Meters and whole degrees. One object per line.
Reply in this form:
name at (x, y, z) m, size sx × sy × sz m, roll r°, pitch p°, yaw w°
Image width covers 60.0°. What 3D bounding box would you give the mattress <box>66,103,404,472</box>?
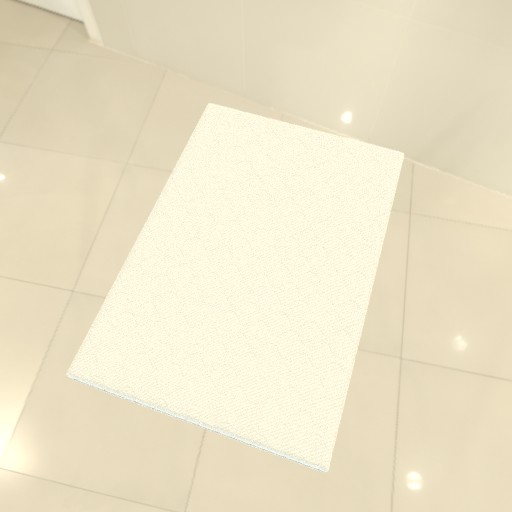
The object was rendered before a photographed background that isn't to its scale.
mattress at (0.000, 0.000, 2.660) m, size 1.400 × 0.200 × 2.000 m, roll 17°, pitch 65°, yaw 8°
